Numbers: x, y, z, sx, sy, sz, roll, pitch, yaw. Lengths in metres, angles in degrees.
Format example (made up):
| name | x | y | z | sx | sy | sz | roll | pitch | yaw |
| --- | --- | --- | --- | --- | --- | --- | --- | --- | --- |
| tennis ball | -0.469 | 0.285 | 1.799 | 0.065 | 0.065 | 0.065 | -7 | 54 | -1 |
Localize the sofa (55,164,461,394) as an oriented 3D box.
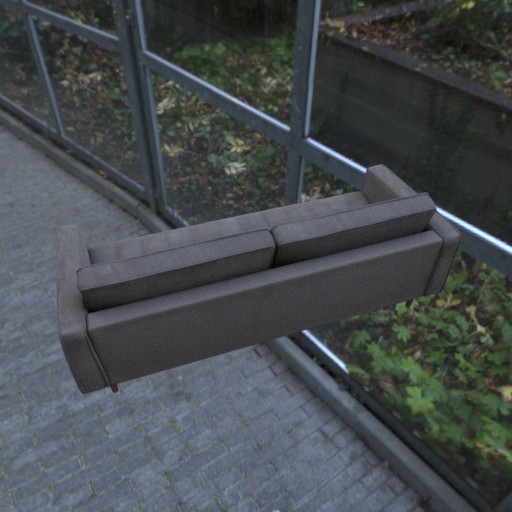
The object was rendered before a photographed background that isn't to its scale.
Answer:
| name | x | y | z | sx | sy | sz | roll | pitch | yaw |
| --- | --- | --- | --- | --- | --- | --- | --- | --- | --- |
| sofa | 0.000 | 0.000 | 2.738 | 2.295 | 0.813 | 0.923 | -13 | 43 | -14 |
